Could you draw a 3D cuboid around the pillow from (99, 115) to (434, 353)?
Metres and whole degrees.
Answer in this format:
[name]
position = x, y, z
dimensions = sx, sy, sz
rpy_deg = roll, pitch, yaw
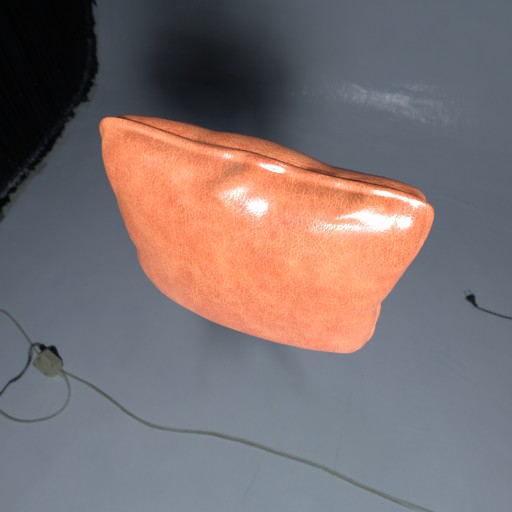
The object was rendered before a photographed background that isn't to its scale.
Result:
[pillow]
position = 0.000, 0.000, 0.846
dimensions = 0.532, 0.523, 0.236
rpy_deg = 17, 60, 10
